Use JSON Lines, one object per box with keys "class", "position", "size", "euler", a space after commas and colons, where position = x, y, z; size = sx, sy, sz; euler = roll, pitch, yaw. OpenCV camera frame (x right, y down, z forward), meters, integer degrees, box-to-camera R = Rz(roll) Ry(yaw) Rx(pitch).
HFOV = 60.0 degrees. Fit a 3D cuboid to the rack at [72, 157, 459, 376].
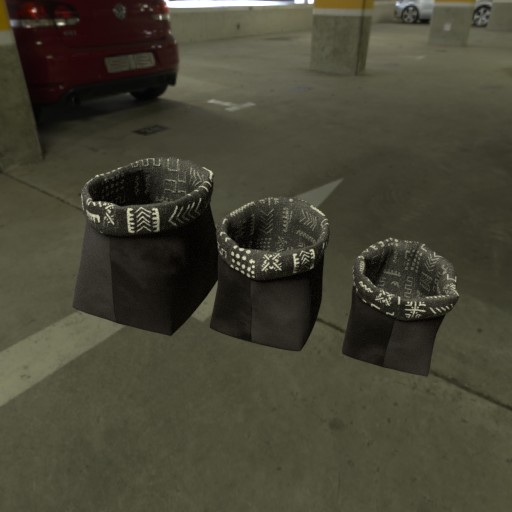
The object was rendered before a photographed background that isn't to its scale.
{"class": "rack", "position": [0.000, 0.000, 1.086], "size": [0.905, 0.323, 0.379], "euler": [11, 32, 17]}
